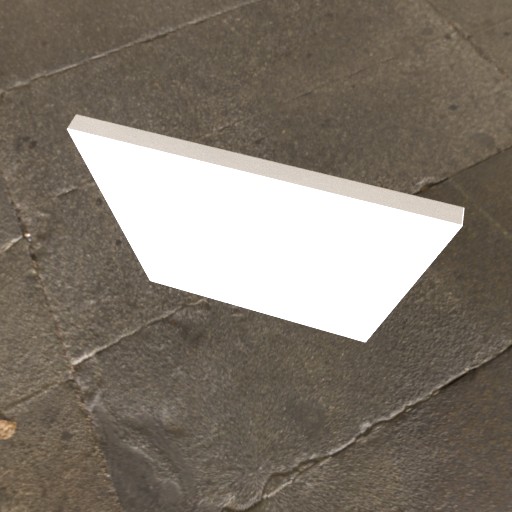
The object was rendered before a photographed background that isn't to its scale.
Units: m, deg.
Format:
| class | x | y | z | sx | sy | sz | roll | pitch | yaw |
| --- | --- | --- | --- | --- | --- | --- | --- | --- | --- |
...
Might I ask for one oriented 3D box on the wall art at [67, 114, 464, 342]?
| class | x | y | z | sx | sy | sz | roll | pitch | yaw |
| --- | --- | --- | --- | --- | --- | --- | --- | --- | --- |
| wall art | 0.000 | 0.000 | 1.169 | 0.762 | 0.762 | 0.040 | 15 | 65 | 7 |
